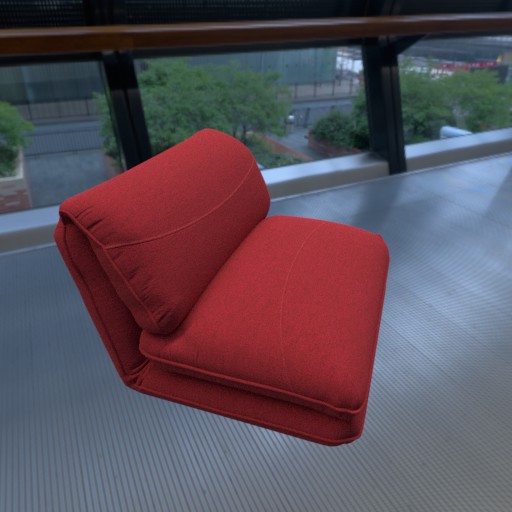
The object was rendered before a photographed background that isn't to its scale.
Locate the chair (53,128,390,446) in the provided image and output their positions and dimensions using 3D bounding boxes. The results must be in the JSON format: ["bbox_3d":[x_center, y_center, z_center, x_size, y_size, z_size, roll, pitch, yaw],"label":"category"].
[{"bbox_3d":[0.000,0.000,1.348,0.780,0.580,0.820,9,30,17],"label":"chair"}]
